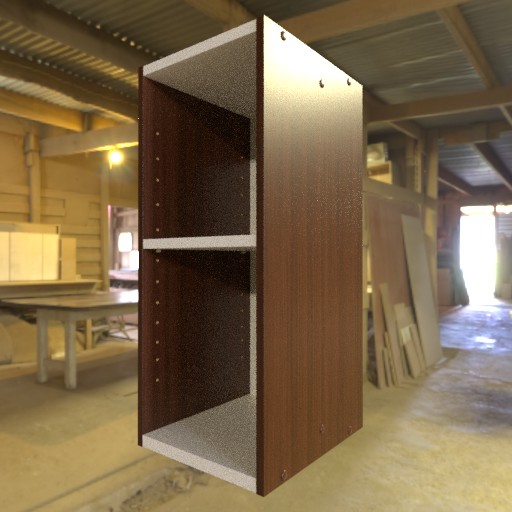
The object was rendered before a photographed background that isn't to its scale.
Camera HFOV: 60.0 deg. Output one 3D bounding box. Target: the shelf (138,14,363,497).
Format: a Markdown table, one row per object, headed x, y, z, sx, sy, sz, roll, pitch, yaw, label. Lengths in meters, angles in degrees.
| x | y | z | sx | sy | sz | roll | pitch | yaw | label |
| --- | --- | --- | --- | --- | --- | --- | --- | --- | --- |
| 0.000 | 0.000 | 0.742 | 0.253 | 0.600 | 0.290 | 0 | 0 | 38 | shelf |
